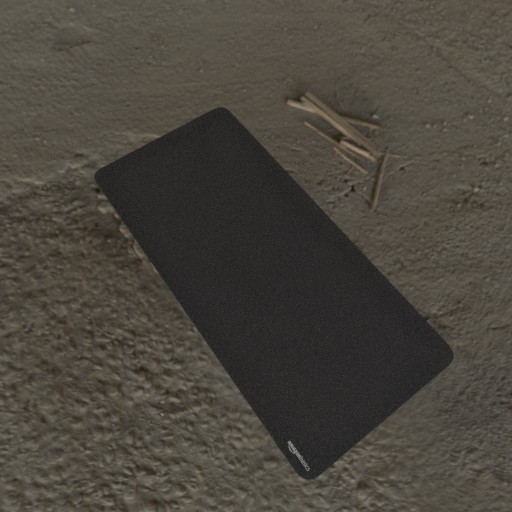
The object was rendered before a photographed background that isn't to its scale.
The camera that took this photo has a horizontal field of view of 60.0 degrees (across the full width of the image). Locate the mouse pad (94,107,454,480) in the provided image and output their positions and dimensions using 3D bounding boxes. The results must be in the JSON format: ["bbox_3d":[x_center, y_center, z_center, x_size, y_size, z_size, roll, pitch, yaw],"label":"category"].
[{"bbox_3d":[0.000,0.000,1.062,0.424,0.003,0.907,-33,68,-15],"label":"mouse pad"}]
